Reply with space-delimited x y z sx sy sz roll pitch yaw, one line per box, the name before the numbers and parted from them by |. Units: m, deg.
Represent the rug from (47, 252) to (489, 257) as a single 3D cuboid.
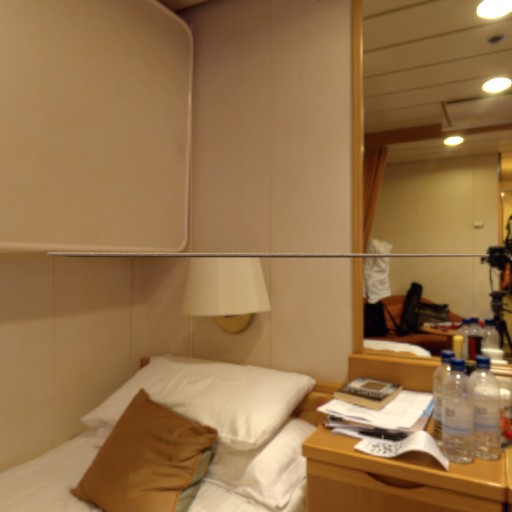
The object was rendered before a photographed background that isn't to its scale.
rug | 0.000 0.000 2.300 1.829 0.010 1.219 0 0 -18
